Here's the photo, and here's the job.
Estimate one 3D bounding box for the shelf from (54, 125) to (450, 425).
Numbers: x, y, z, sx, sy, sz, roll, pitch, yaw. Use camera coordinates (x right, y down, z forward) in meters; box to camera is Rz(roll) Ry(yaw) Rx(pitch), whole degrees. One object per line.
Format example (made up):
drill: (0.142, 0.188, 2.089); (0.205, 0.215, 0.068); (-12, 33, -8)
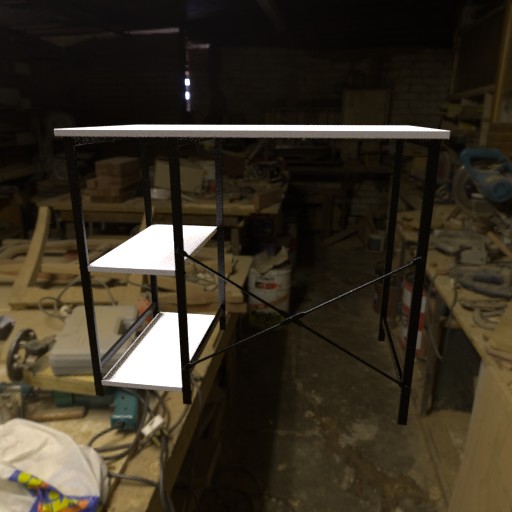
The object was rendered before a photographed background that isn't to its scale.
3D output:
shelf: (0.000, 0.000, 1.343); (0.902, 0.750, 0.498); (3, 18, 8)
